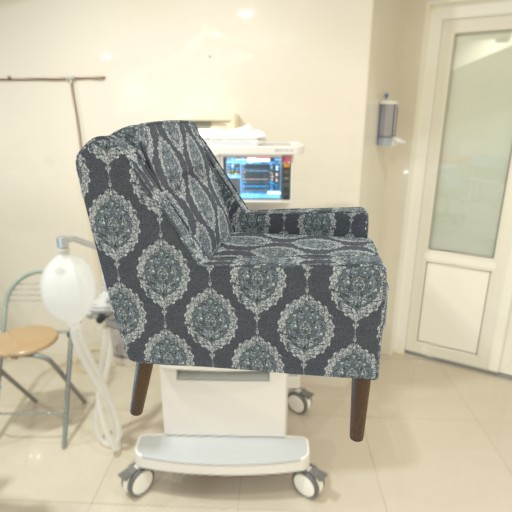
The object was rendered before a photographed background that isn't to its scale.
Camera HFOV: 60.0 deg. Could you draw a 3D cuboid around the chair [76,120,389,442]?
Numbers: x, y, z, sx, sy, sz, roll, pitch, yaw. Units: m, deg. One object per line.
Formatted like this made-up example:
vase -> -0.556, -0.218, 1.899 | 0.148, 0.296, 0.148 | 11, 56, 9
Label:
chair -> 0.000, 0.000, 1.356 | 0.743, 0.792, 0.663 | 3, 18, 9
